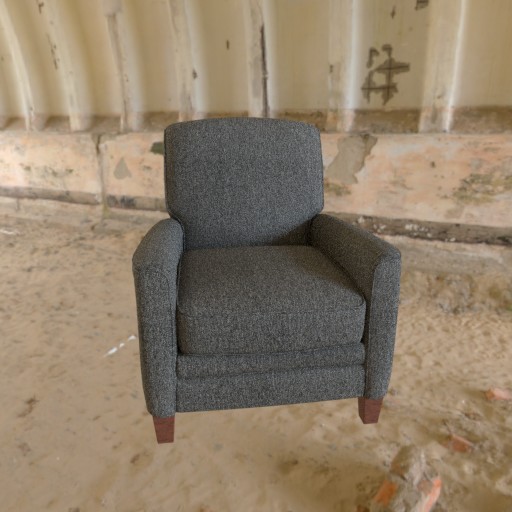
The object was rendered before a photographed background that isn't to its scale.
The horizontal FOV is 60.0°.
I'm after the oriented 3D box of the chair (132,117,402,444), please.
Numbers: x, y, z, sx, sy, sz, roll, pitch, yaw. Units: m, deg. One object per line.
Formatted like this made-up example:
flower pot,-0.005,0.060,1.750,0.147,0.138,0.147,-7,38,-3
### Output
chair,0.000,0.000,1.683,0.848,1.014,0.864,-2,17,-8
